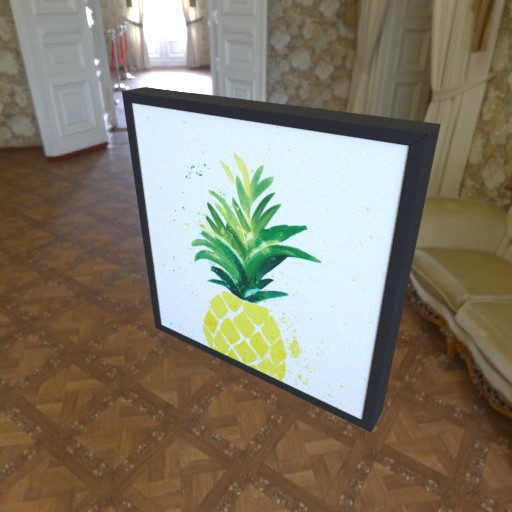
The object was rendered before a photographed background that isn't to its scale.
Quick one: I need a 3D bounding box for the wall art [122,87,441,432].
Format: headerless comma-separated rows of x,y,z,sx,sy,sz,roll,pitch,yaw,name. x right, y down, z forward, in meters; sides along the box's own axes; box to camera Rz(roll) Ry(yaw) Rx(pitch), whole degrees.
0.000,0.000,0.463,0.305,0.304,0.033,18,34,29,wall art
